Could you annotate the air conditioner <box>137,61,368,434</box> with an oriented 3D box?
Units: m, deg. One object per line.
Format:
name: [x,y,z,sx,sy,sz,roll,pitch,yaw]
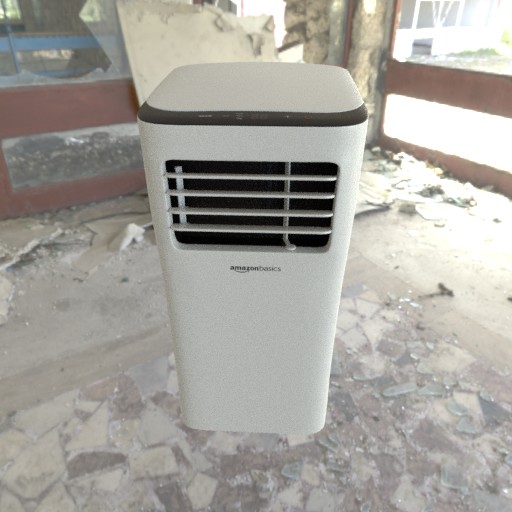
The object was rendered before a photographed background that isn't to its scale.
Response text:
air conditioner: [0.000,0.000,0.928,0.352,0.716,0.369,1,29,3]
